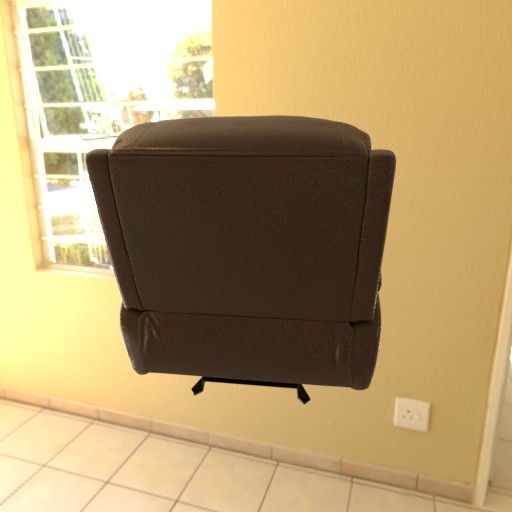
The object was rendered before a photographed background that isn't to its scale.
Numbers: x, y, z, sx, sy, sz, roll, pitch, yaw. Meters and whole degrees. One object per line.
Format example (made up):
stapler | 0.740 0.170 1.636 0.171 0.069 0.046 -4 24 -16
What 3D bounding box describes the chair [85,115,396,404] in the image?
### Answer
chair | 0.000 0.000 1.723 0.930 1.011 0.899 2 15 8
